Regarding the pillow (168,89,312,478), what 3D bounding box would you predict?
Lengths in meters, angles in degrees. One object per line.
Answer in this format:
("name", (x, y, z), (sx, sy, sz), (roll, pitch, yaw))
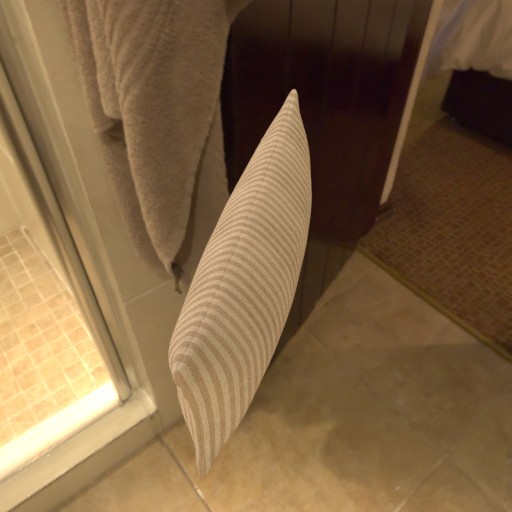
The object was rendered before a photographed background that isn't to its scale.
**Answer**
("pillow", (0.000, 0.000, 0.730), (0.151, 0.295, 0.617), (10, 46, 10))
